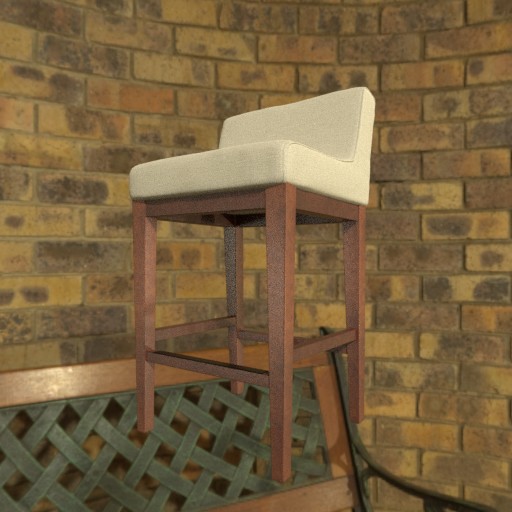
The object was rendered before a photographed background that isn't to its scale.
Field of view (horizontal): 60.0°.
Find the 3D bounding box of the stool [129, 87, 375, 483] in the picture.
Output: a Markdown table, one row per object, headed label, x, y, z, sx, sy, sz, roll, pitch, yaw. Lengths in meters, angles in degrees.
| label | x | y | z | sx | sy | sz | roll | pitch | yaw |
| --- | --- | --- | --- | --- | --- | --- | --- | --- | --- |
| stool | 0.000 | 0.000 | 1.223 | 0.511 | 0.937 | 0.500 | 0 | 0 | 36 |
